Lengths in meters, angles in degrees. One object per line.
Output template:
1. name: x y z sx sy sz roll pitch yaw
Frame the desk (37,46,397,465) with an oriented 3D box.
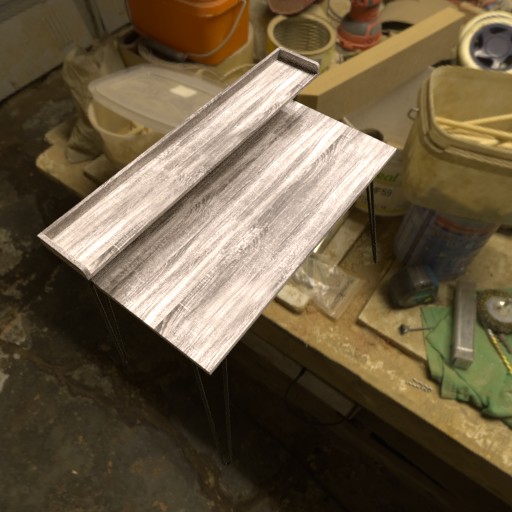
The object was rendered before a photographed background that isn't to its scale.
1. desk: 0.000 0.000 1.593 0.605 0.899 1.135 32 62 20
